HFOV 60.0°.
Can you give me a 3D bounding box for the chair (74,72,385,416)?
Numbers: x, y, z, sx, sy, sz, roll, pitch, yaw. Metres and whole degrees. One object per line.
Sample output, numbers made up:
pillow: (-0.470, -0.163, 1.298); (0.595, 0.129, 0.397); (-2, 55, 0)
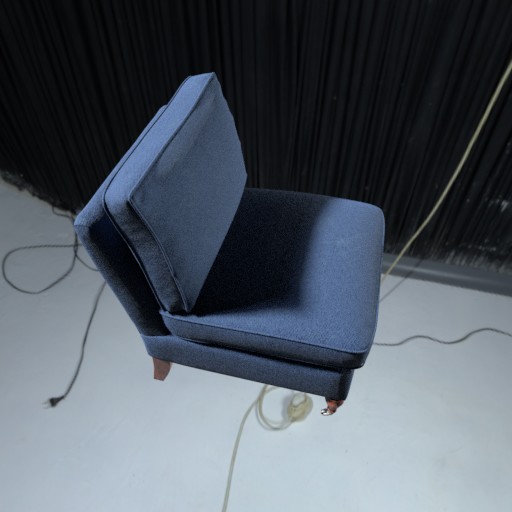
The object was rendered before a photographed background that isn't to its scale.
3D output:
chair: (0.000, 0.000, 1.666); (0.912, 1.052, 0.724); (10, 48, 9)
